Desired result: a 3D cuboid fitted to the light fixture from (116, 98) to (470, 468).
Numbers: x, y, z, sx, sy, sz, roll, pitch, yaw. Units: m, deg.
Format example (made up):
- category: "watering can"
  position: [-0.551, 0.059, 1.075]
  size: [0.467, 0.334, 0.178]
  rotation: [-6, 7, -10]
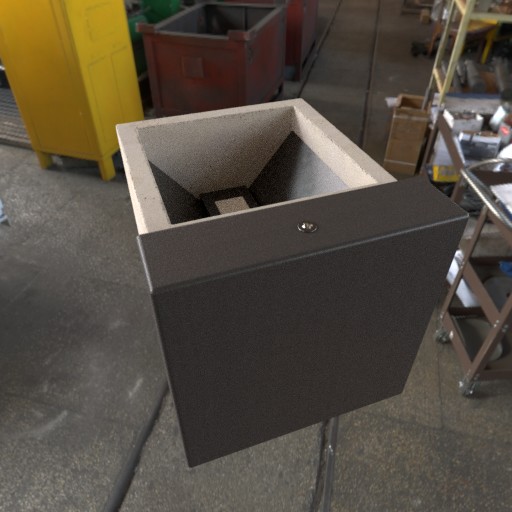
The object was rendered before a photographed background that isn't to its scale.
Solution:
- category: "light fixture"
  position: [0.000, 0.000, 0.240]
  size: [0.121, 0.121, 0.143]
  rotation: [-13, 42, -15]
